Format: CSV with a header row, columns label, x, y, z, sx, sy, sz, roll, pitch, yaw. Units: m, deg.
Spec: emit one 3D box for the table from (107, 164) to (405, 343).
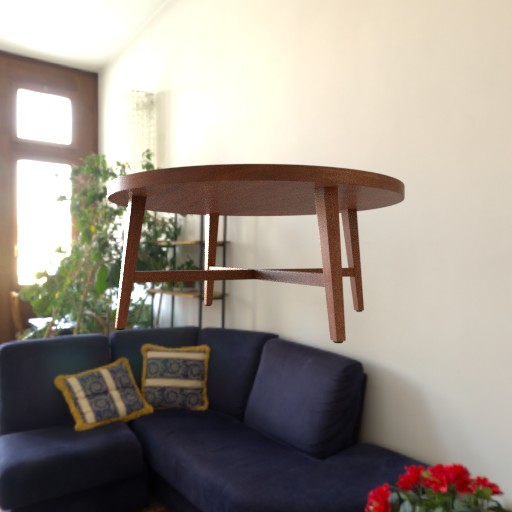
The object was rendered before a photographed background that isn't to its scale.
label,x,y,z,sx,sy,sz,roll,pitch,yaw
table,0.000,0.000,1.258,0.800,0.360,0.800,0,0,0
